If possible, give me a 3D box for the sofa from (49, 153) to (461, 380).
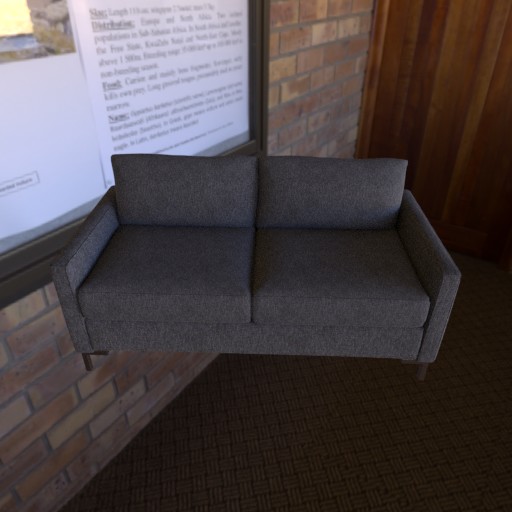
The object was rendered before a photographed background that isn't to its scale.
[{"bbox_3d":[0.000,0.000,2.247,1.716,0.862,0.866,1,33,2],"label":"sofa"}]
